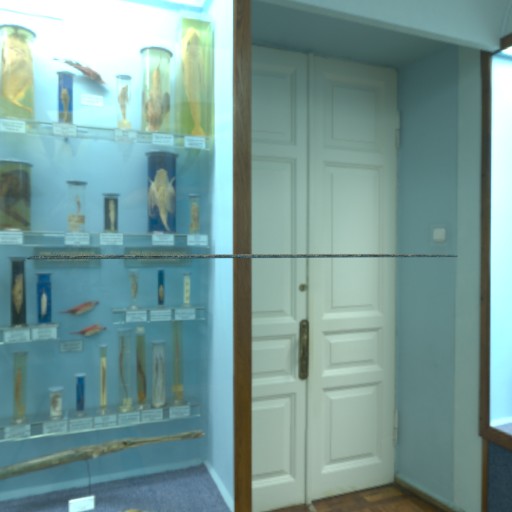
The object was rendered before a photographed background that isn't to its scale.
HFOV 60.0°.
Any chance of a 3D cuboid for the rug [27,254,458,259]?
[{"bbox_3d":[0.000,0.000,2.575,2.292,0.014,0.685,0,1,-19],"label":"rug"}]
